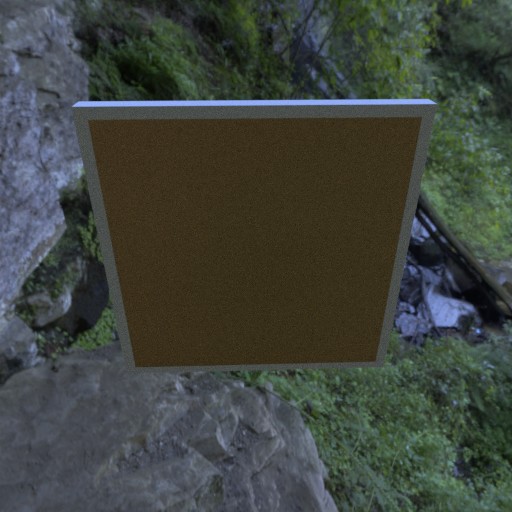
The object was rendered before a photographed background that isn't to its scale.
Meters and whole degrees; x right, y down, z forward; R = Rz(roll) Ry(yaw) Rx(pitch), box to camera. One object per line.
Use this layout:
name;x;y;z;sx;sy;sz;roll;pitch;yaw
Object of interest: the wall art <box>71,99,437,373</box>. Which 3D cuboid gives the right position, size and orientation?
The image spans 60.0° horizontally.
wall art;0.000;0.000;0.459;0.307;0.307;0.020;-1;31;-2
